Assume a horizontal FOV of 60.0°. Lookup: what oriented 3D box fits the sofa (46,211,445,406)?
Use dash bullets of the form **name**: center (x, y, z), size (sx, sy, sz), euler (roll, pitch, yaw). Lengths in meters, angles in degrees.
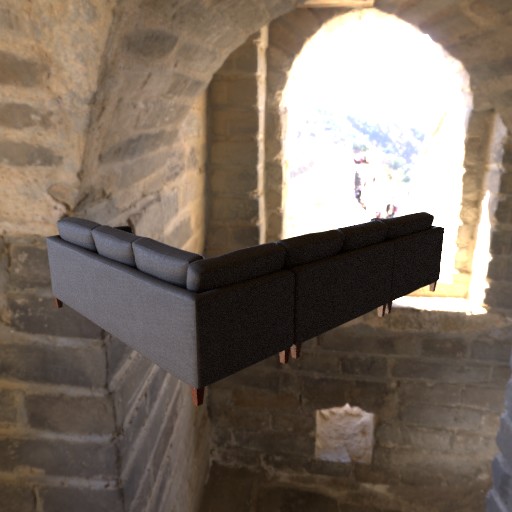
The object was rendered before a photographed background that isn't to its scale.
- **sofa**: center (0.000, 0.000, 4.761), size (3.460, 0.961, 2.594), euler (-13, 19, -42)
